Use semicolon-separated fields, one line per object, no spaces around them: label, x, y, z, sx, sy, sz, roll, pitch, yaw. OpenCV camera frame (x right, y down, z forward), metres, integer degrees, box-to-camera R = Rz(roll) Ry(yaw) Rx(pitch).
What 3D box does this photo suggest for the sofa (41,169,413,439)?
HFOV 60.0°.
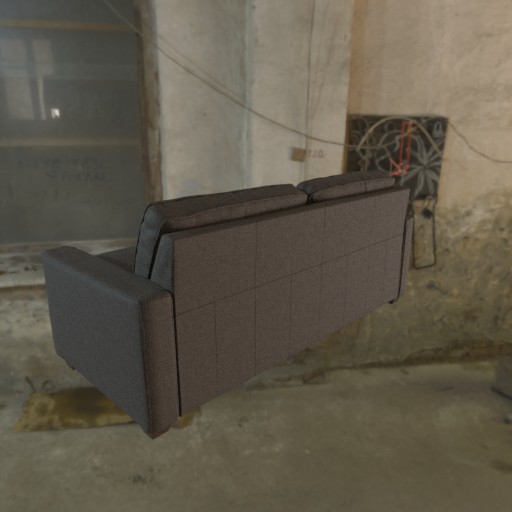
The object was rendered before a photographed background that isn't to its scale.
sofa;0.000;0.000;2.556;0.940;0.919;2.080;16;23;42
